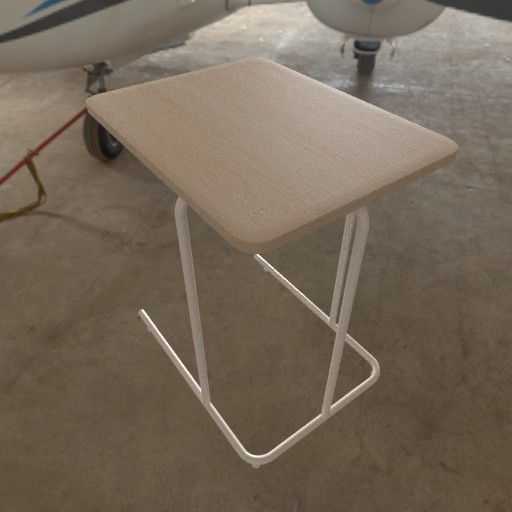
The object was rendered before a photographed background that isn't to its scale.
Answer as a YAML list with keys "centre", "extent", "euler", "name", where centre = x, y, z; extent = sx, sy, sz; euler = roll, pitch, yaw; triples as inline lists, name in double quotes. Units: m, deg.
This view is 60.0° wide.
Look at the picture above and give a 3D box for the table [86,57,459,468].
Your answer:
- centre: [0.000, 0.000, 0.854]
  extent: [0.370, 0.550, 0.480]
  euler: [-26, 48, -26]
  name: "table"
